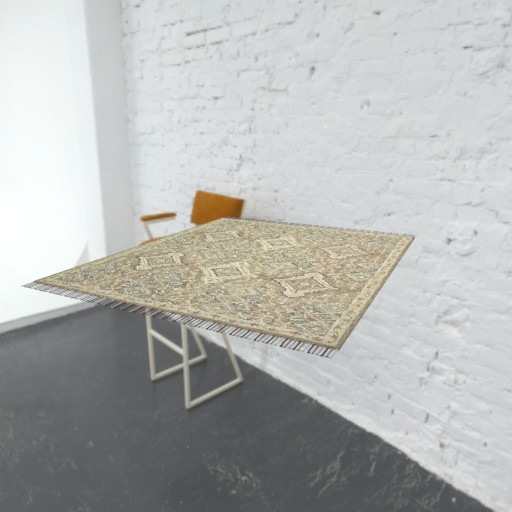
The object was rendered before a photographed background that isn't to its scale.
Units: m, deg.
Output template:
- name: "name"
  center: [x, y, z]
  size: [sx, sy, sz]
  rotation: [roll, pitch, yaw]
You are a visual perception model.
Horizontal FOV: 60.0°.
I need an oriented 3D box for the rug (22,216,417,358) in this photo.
- name: "rug"
  center: [0.000, 0.000, 4.120]
  size: [2.437, 0.010, 3.056]
  rotation: [8, 18, 26]
